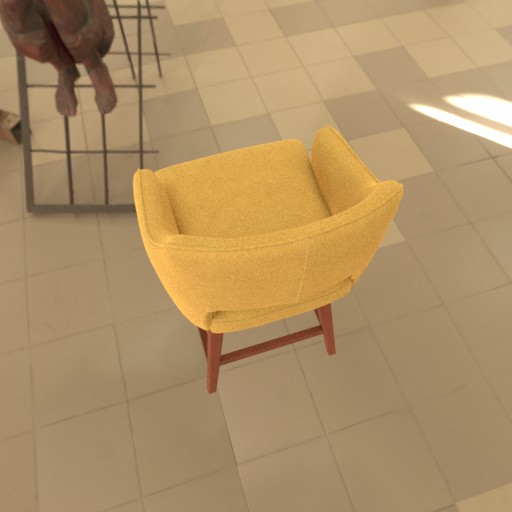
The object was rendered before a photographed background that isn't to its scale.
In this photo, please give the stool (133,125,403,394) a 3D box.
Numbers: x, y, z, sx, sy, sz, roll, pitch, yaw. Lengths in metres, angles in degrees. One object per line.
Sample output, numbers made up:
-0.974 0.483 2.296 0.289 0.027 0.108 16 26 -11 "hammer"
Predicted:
0.000 0.000 1.240 0.548 0.924 0.558 -15 59 -9 "stool"
